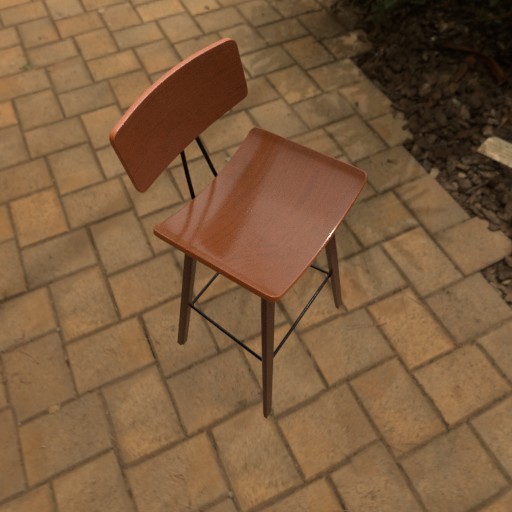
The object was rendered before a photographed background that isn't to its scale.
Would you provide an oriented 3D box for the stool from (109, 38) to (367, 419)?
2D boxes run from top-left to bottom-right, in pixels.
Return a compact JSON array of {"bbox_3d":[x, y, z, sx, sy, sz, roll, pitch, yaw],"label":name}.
[{"bbox_3d":[0.000,0.000,1.223,0.440,0.969,0.509,31,64,17],"label":"stool"}]
